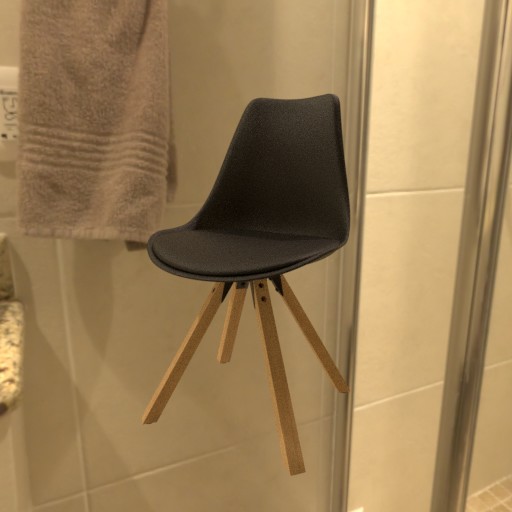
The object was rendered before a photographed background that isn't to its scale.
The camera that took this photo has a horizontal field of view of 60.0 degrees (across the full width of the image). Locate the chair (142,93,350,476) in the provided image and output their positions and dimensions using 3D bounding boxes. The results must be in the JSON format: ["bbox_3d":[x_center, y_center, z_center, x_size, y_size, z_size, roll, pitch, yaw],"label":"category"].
[{"bbox_3d":[0.000,0.000,1.169,0.485,0.850,0.549,7,15,26],"label":"chair"}]
